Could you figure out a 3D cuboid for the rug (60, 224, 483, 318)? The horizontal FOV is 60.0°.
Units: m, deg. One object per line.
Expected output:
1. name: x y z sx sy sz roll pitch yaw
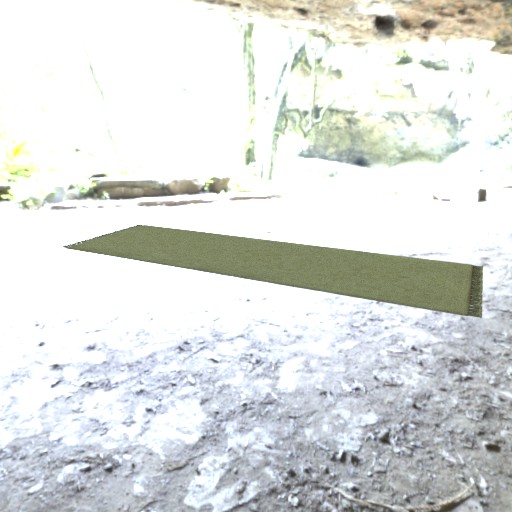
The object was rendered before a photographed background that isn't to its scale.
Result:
1. rug: 0.000 0.000 2.770 2.544 0.015 0.795 8 18 25
